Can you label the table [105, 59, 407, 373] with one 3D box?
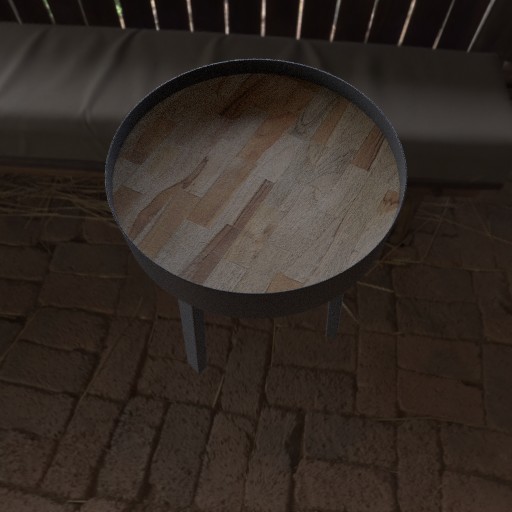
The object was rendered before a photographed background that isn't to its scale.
[{"bbox_3d":[0.000,0.000,0.850,0.406,0.559,0.406,0,61,0],"label":"table"}]
